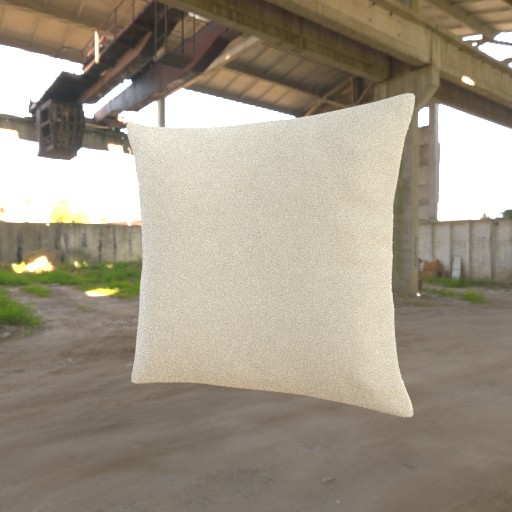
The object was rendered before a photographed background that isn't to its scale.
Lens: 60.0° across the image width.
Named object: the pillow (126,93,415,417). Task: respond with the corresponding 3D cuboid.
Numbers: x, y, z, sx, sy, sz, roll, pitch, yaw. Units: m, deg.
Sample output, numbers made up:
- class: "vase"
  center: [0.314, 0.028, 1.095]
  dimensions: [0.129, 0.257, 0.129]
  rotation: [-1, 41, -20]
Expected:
- class: "pillow"
  center: [0.000, 0.000, 0.779]
  dimensions: [0.525, 0.508, 0.166]
  rotation: [1, 2, 19]
